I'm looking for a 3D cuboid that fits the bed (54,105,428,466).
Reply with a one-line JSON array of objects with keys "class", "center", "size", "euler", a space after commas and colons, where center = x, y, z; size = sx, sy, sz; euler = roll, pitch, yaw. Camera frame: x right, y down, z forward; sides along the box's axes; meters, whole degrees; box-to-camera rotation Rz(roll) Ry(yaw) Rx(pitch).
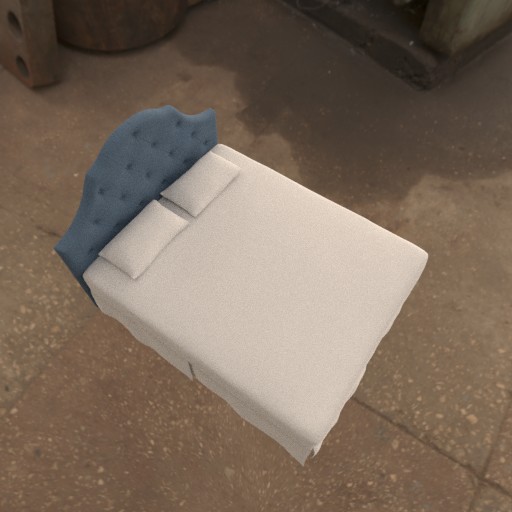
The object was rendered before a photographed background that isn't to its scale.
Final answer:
[{"class": "bed", "center": [0.000, 0.000, 3.703], "size": [2.477, 1.617, 2.039], "euler": [31, 64, 17]}]
